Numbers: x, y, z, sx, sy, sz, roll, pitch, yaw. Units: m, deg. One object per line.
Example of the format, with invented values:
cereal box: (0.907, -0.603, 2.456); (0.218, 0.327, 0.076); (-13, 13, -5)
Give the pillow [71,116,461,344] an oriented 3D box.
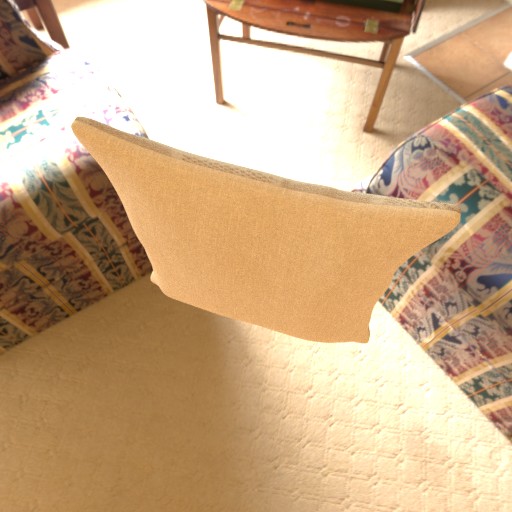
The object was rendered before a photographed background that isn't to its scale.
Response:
pillow: (0.000, 0.000, 0.662); (0.436, 0.432, 0.138); (15, 63, 8)
